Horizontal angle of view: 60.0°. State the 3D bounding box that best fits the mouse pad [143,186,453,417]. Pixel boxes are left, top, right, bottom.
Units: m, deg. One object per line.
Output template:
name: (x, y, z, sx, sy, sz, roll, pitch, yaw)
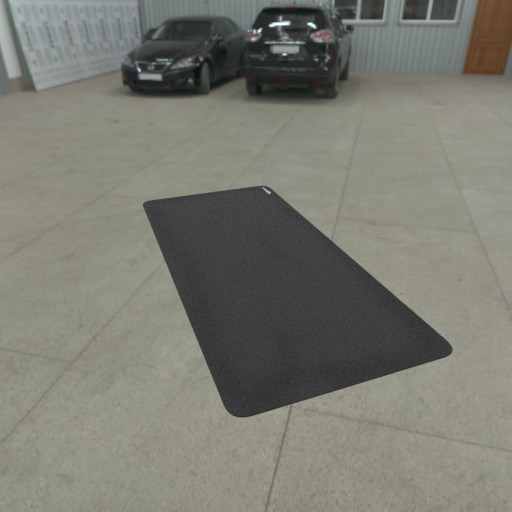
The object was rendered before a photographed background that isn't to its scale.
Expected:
mouse pad: (0.000, 0.000, 1.083, 0.424, 0.003, 0.907, -10, 31, -18)
